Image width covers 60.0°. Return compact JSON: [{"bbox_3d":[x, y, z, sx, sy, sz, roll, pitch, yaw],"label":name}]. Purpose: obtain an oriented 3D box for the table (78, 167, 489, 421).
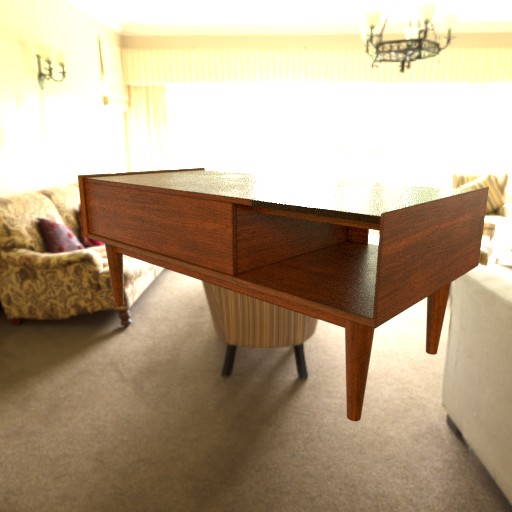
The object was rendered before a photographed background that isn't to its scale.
[{"bbox_3d":[0.000,0.000,1.498,1.221,0.508,0.610,14,20,41],"label":"table"}]
